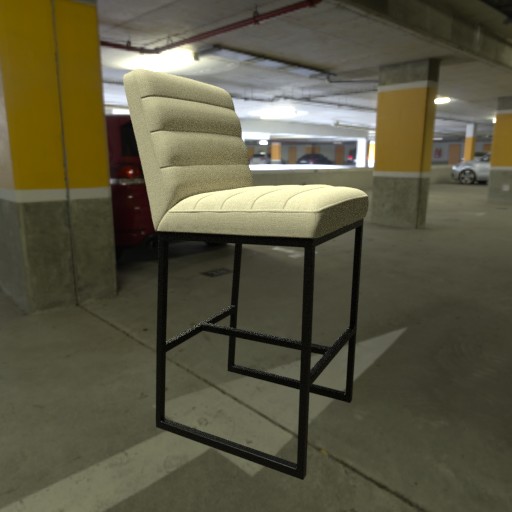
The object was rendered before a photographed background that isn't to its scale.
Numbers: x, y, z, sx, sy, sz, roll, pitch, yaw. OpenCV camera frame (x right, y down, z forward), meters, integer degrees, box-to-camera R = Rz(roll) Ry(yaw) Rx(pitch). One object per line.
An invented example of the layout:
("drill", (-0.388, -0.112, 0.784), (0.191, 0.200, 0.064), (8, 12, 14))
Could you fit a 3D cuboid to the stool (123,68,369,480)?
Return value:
("stool", (0.000, 0.000, 1.330), (0.560, 1.040, 0.460), (7, 14, 28))
